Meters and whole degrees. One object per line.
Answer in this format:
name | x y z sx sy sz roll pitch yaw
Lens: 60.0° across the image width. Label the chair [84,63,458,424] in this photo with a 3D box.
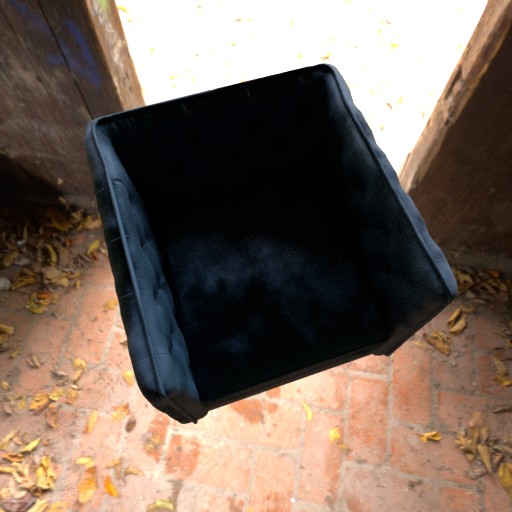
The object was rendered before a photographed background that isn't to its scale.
chair | 0.000 0.000 1.547 0.868 0.771 0.877 -17 66 -8
